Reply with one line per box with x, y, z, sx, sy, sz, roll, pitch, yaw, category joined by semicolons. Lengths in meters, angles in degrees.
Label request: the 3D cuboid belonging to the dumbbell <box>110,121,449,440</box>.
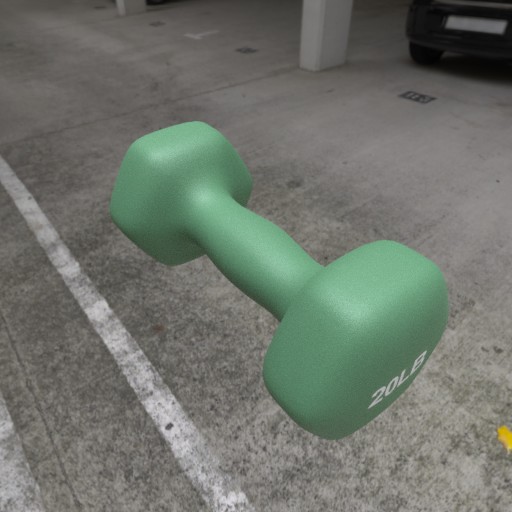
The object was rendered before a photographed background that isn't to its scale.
0.000;0.000;0.316;0.126;0.114;0.257;-27;47;-27;dumbbell
